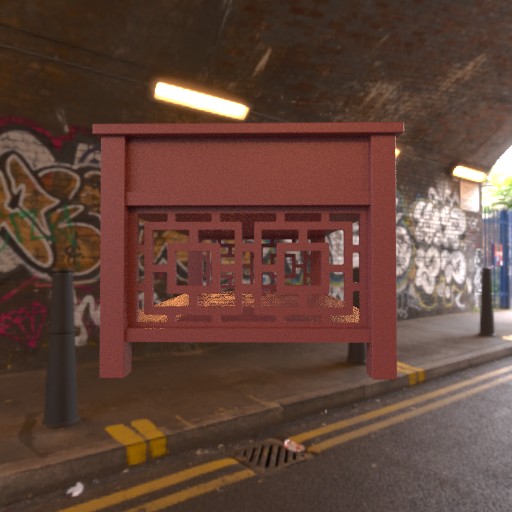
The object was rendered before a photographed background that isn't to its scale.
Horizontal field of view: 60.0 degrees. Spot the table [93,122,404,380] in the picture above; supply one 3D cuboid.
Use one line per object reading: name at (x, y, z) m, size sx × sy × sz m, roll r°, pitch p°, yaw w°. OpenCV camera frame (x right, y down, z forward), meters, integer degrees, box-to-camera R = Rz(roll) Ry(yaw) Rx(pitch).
table at (0.000, 0.000, 1.381) m, size 0.612 × 0.493 × 1.068 m, roll 0°, pitch -1°, yaw 1°
